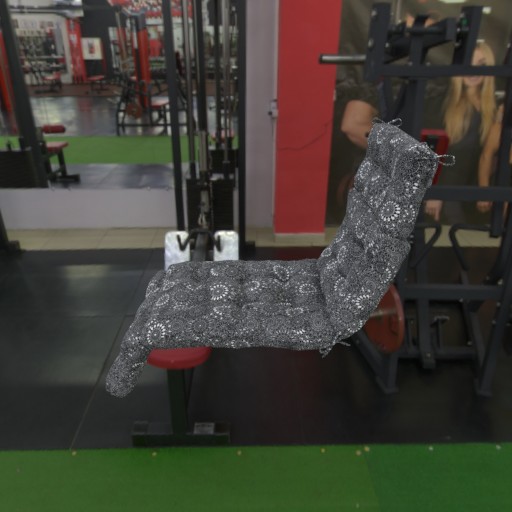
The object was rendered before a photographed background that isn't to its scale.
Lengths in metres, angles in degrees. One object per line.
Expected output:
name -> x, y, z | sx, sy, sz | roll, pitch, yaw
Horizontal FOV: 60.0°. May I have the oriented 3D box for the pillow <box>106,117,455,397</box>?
pillow -> 0.000, 0.000, 1.515 | 1.016, 0.863, 0.526 | 0, 26, 1
